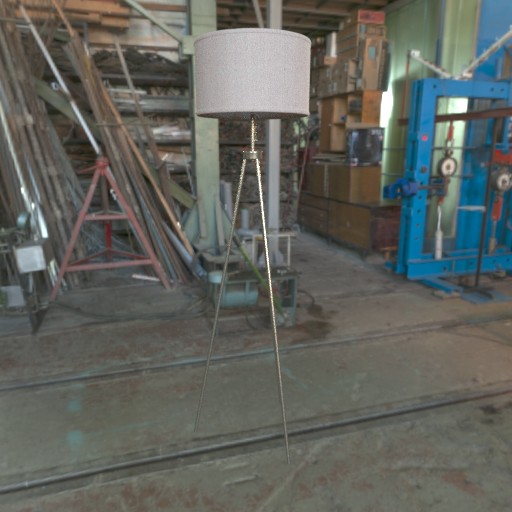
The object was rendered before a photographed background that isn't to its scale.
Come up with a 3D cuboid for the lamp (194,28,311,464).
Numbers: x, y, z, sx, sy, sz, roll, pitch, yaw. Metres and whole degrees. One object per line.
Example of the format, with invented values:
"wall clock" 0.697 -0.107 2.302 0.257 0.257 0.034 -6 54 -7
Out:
"lamp" 0.000 0.000 1.756 0.449 1.545 0.460 7 15 26
